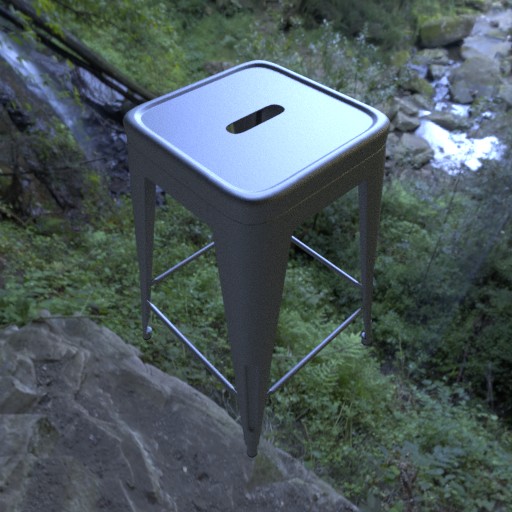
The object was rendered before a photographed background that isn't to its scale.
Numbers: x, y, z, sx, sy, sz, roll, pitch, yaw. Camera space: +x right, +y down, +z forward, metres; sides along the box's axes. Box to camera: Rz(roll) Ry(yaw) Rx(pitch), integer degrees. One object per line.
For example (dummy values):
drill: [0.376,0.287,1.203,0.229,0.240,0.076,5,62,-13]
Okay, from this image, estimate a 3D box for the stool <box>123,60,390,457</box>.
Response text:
stool: [0.000,0.000,0.878,0.406,0.610,0.406,-35,56,-28]
